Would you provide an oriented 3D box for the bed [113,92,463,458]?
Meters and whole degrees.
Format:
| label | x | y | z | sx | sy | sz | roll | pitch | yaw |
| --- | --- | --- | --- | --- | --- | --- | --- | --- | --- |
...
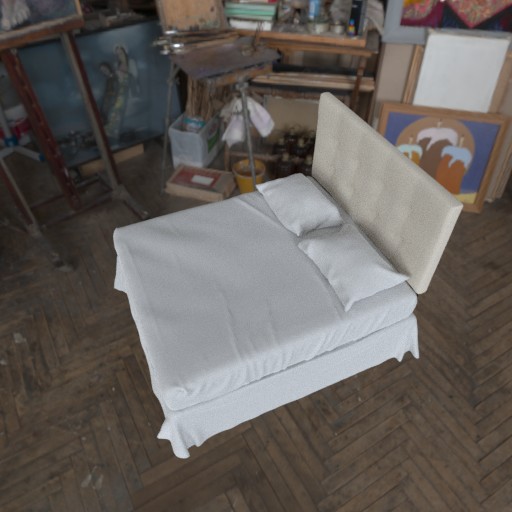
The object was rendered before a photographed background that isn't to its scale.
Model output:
| label | x | y | z | sx | sy | sz | roll | pitch | yaw |
| --- | --- | --- | --- | --- | --- | --- | --- | --- | --- |
| bed | 0.000 | 0.000 | 3.464 | 2.222 | 1.577 | 1.936 | -18 | 49 | -16 |
